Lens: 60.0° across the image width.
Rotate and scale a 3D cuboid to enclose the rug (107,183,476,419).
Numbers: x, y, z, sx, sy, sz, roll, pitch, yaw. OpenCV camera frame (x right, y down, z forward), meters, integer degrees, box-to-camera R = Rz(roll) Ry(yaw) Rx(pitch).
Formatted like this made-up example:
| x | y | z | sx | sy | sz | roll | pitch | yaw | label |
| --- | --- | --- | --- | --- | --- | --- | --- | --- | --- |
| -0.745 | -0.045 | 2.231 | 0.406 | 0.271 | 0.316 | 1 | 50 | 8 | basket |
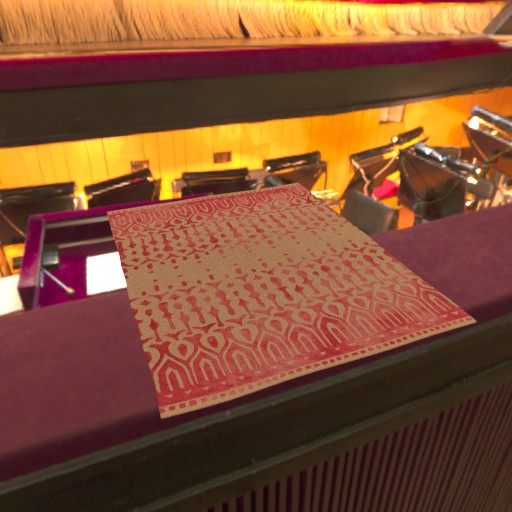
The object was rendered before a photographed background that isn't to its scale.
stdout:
| x | y | z | sx | sy | sz | roll | pitch | yaw | label |
| --- | --- | --- | --- | --- | --- | --- | --- | --- | --- |
| 0.000 | 0.000 | 4.214 | 2.441 | 0.016 | 3.095 | -11 | 33 | -18 | rug |
